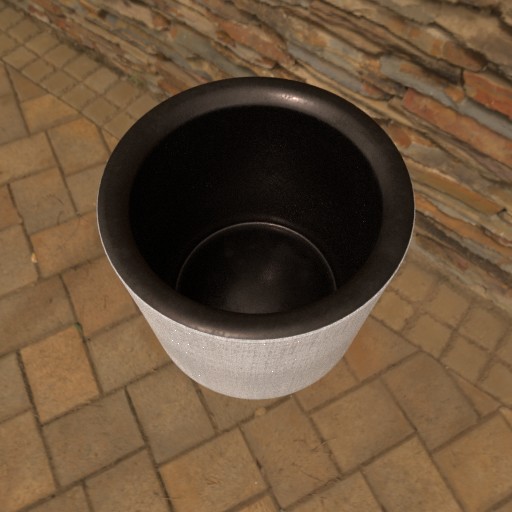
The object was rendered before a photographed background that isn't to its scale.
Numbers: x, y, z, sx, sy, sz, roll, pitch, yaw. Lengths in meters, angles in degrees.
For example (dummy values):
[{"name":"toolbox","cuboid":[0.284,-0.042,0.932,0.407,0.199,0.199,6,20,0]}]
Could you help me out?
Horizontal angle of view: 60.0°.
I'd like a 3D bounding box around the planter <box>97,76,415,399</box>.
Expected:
[{"name":"planter","cuboid":[0.000,0.000,0.288,0.160,0.156,0.160,0,63,0]}]
